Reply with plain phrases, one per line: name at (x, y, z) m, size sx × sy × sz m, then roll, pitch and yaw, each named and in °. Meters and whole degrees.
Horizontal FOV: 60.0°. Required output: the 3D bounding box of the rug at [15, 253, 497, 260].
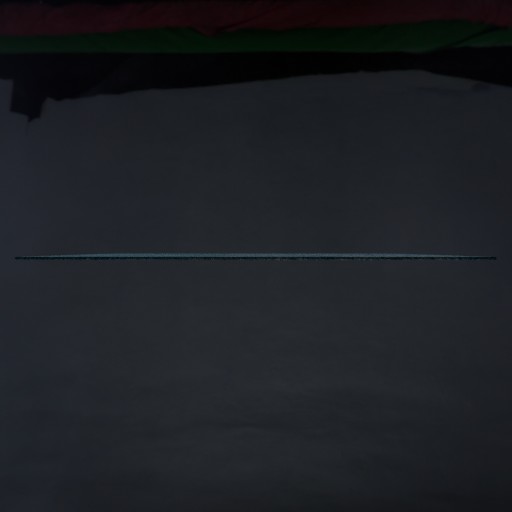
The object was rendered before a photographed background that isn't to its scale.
rug at (0.000, 0.000, 2.834) m, size 2.277 × 0.015 × 1.490 m, roll 0°, pitch 1°, yaw 0°
